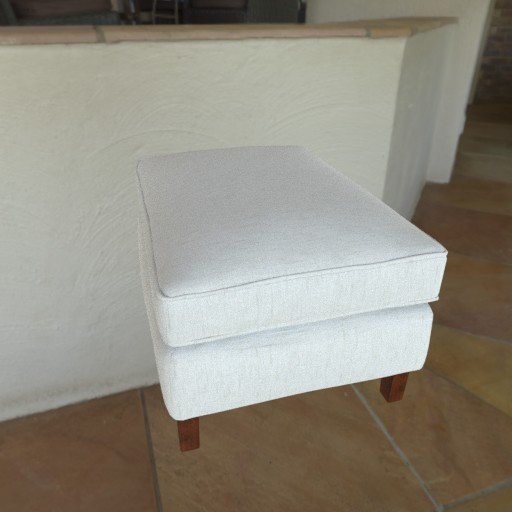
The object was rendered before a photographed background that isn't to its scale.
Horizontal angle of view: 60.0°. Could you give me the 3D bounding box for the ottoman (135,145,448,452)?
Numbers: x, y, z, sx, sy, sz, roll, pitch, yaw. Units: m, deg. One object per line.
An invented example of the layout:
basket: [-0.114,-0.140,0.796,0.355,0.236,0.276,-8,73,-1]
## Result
ottoman: [0.000,0.000,0.982,0.501,0.406,0.665,-8,30,-14]
